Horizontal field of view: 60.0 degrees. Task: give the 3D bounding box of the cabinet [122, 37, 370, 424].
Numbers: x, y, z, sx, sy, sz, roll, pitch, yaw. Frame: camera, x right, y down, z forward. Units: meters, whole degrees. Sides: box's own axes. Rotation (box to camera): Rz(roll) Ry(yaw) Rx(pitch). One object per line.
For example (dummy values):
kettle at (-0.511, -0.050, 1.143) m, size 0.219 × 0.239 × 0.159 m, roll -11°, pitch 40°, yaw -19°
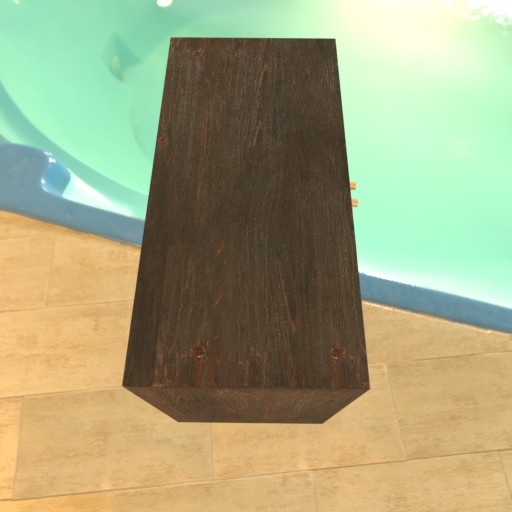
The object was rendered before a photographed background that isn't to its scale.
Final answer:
cabinet at (0.000, 0.000, 1.511) m, size 0.529 × 0.897 × 1.023 m, roll 1°, pitch 64°, yaw 0°
